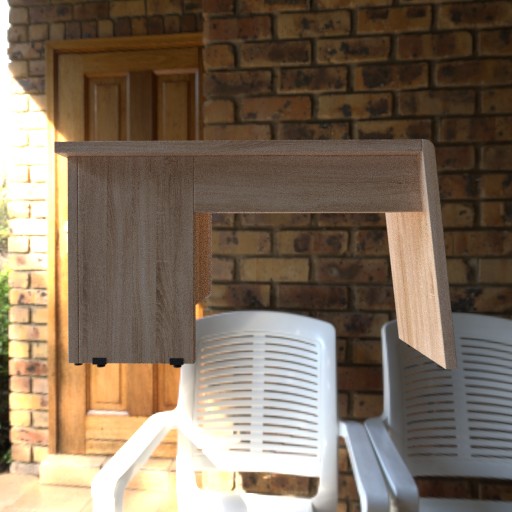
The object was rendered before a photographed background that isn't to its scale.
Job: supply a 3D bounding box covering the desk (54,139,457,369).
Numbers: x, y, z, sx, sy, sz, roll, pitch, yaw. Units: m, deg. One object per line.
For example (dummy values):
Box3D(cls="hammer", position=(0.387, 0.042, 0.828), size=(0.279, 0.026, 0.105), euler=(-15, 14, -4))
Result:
Box3D(cls="desk", position=(0.000, 0.000, 1.676), size=(1.300, 0.750, 0.500), euler=(0, 1, 1))
